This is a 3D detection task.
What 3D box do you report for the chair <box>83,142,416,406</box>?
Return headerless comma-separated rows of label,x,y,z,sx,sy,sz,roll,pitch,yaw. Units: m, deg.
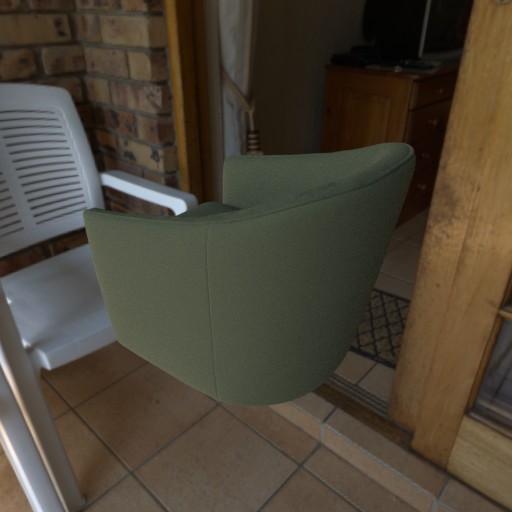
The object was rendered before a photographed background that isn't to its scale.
chair,0.000,0.000,1.467,0.875,0.799,0.747,20,35,31
